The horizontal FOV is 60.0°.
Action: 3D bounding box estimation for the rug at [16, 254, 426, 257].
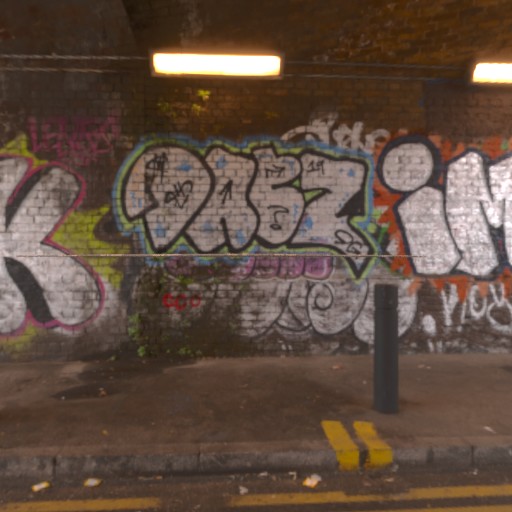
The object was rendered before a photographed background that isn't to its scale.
[{"bbox_3d":[0.000,0.000,2.162,1.148,0.010,1.754,0,0,36],"label":"rug"}]
